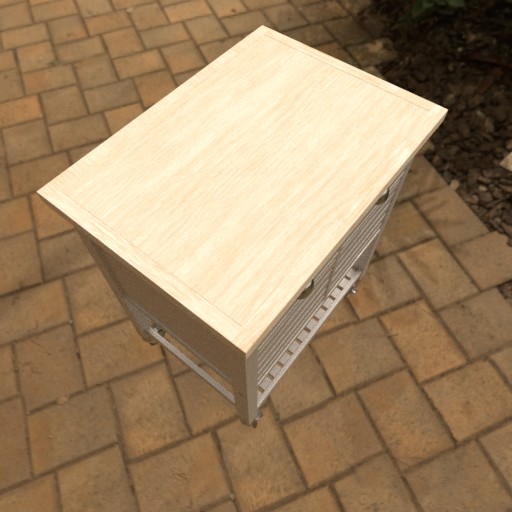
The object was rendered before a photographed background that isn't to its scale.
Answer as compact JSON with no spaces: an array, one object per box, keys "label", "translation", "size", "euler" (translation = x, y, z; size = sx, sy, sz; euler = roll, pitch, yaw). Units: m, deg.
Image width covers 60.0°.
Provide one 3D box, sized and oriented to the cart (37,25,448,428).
[{"label":"cart","translation":[0.000,0.000,1.373],"size":[0.559,0.914,0.762],"euler":[34,64,19]}]
